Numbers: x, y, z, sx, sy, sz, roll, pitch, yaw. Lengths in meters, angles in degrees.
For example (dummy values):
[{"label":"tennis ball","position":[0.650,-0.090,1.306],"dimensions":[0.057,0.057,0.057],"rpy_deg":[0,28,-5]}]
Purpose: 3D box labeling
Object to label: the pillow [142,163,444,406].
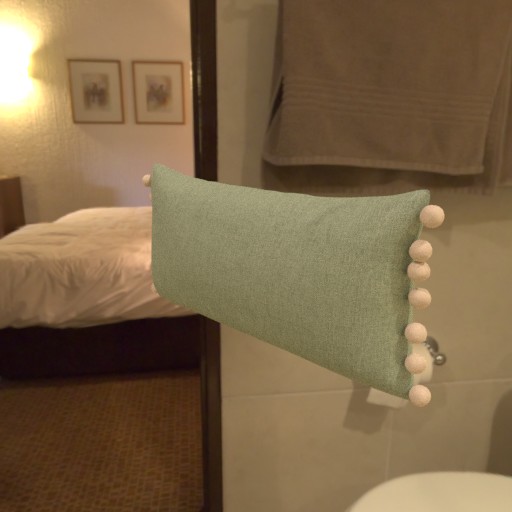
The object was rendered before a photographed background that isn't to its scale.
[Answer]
[{"label":"pillow","position":[0.000,0.000,0.831],"dimensions":[0.201,0.322,0.709],"rpy_deg":[-14,20,-43]}]
